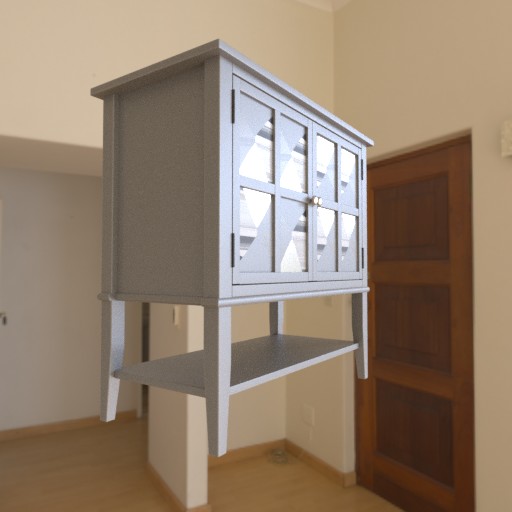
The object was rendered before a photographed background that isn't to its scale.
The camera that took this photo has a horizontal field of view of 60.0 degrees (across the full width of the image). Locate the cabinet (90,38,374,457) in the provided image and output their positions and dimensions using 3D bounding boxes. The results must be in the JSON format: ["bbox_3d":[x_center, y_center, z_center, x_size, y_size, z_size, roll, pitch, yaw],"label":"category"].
[{"bbox_3d":[0.000,0.000,1.250,0.396,0.780,0.801,-1,-2,35],"label":"cabinet"}]
